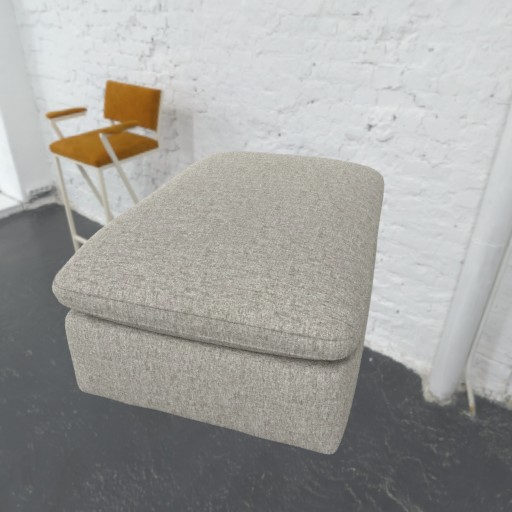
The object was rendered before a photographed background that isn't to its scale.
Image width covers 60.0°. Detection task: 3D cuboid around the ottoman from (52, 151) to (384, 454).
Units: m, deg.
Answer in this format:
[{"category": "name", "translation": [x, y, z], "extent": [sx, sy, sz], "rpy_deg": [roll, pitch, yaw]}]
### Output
[{"category": "ottoman", "translation": [0.000, 0.000, 1.328], "extent": [0.694, 0.451, 0.977], "rpy_deg": [9, 31, 15]}]
